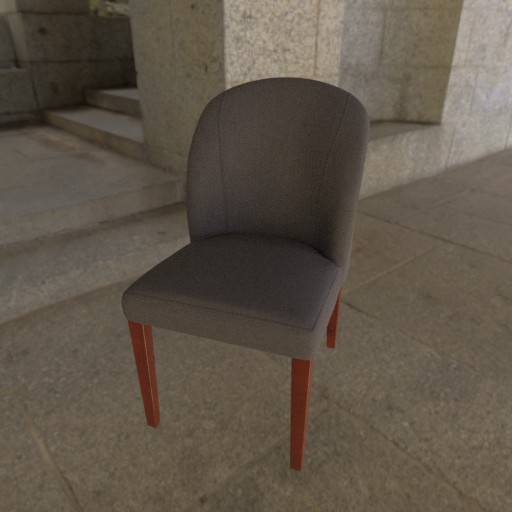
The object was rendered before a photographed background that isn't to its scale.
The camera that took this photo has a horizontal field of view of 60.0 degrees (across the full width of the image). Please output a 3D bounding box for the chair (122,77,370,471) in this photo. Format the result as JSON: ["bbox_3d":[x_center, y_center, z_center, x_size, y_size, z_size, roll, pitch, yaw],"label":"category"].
[{"bbox_3d":[0.000,0.000,1.231,0.506,0.879,0.619,9,28,17],"label":"chair"}]
